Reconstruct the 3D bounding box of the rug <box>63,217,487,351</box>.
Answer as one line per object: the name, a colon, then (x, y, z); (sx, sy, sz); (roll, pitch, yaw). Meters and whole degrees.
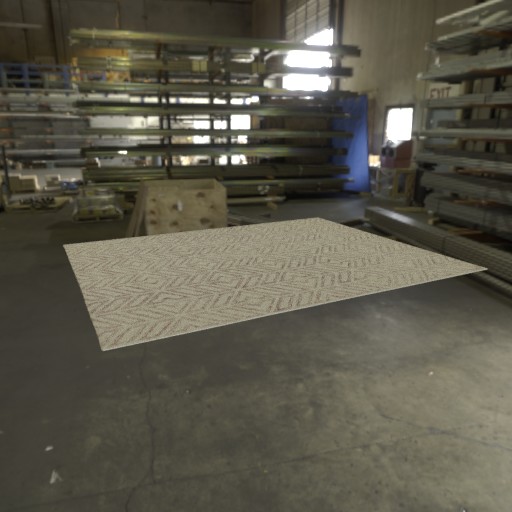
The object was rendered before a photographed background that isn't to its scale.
rug: (0.000, 0.000, 4.009); (3.045, 0.008, 2.421); (-8, 18, -26)
